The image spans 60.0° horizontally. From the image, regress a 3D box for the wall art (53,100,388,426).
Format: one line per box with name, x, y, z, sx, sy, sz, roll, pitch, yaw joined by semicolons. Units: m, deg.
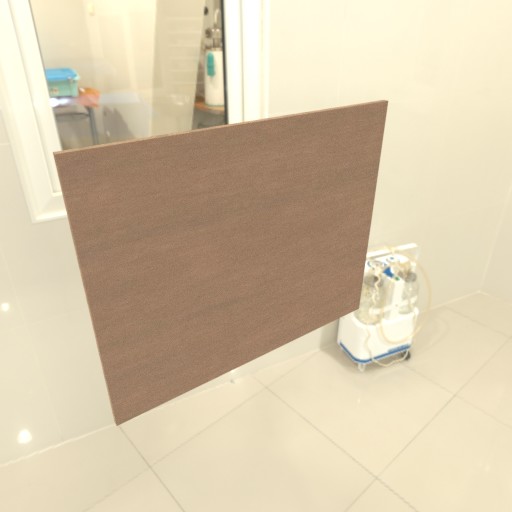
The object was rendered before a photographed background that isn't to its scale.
wall art;0.000;0.000;0.683;0.508;0.408;0.010;-19;35;-30
